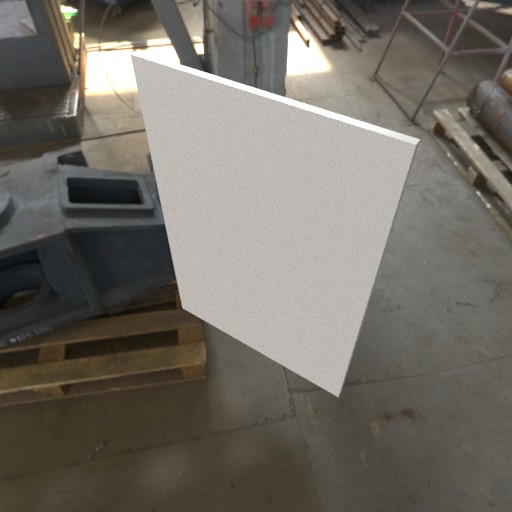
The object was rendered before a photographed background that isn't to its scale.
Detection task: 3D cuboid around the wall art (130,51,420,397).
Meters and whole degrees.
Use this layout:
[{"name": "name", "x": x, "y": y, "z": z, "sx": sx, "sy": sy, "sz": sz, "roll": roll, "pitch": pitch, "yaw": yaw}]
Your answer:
[{"name": "wall art", "x": 0.000, "y": 0.000, "z": 0.606, "sx": 0.325, "sy": 0.474, "sz": 0.010, "roll": 26, "pitch": 52, "yaw": 22}]
